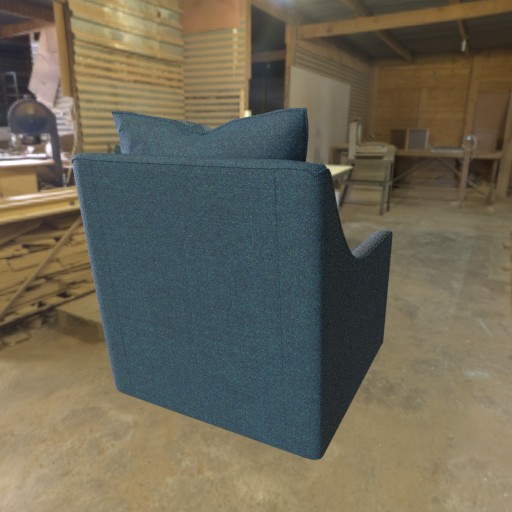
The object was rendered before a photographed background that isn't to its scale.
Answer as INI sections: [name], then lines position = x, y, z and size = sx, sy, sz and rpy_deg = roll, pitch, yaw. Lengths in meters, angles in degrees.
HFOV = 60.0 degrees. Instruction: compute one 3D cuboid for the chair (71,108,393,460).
[chair]
position = 0.000, 0.000, 1.526
size = 0.750, 0.939, 0.870
rpy_deg = 8, 18, 26
